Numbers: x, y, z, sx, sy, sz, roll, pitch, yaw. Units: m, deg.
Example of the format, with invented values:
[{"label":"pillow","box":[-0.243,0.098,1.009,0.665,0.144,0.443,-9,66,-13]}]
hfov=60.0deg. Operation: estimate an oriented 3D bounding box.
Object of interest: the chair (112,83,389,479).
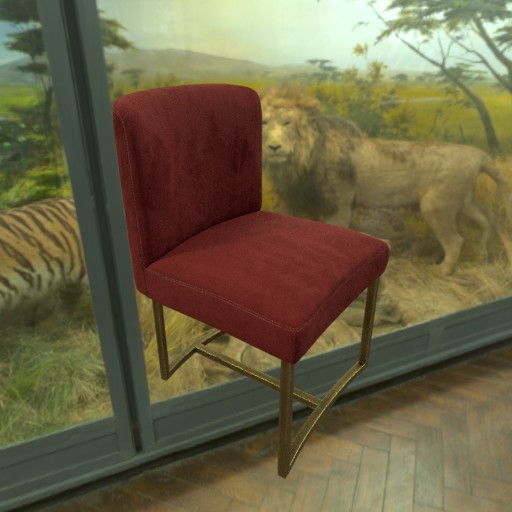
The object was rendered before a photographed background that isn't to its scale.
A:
[{"label":"chair","box":[0.000,0.000,1.176,0.560,0.824,0.530,17,30,31]}]
